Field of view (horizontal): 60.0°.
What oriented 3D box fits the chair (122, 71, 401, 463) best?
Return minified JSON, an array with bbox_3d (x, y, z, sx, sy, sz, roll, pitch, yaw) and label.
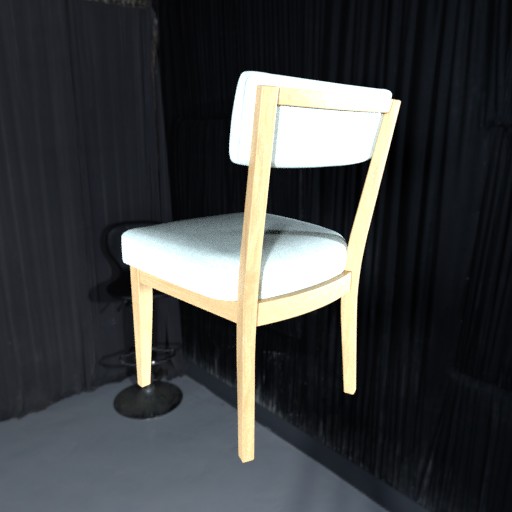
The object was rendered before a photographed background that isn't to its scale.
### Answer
[{"bbox_3d":[0.000,0.000,1.182,0.508,0.832,0.572,-13,20,-41],"label":"chair"}]
